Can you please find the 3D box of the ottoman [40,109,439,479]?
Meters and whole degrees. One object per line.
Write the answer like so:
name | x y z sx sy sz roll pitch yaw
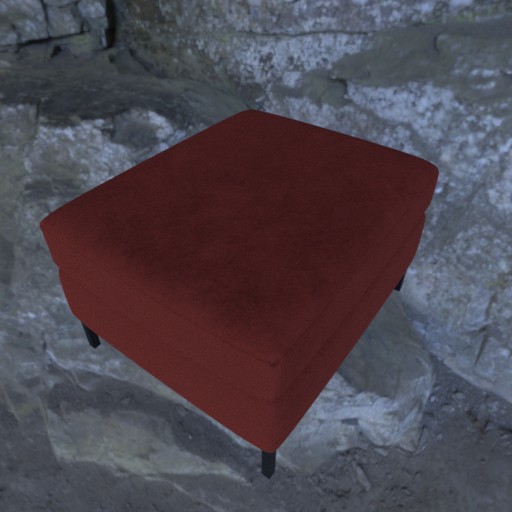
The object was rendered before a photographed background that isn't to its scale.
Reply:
ottoman | 0.000 0.000 1.173 0.650 0.462 0.782 26 47 27
